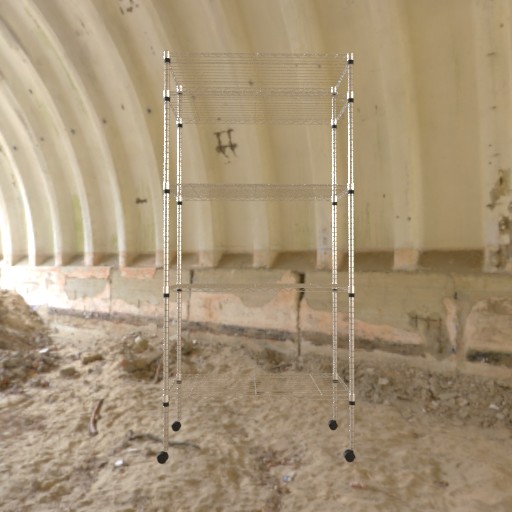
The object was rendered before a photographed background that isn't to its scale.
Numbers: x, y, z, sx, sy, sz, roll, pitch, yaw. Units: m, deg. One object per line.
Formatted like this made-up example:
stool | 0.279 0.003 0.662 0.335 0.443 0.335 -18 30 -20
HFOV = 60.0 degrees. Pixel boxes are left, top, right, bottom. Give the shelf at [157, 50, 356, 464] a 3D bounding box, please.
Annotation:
shelf | 0.000 0.000 1.883 0.762 1.587 0.356 0 -1 -1
